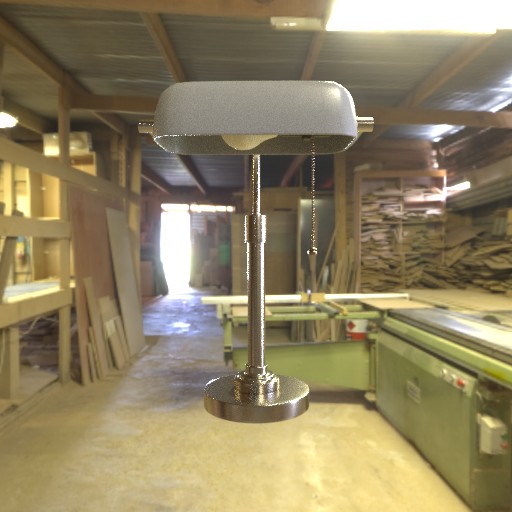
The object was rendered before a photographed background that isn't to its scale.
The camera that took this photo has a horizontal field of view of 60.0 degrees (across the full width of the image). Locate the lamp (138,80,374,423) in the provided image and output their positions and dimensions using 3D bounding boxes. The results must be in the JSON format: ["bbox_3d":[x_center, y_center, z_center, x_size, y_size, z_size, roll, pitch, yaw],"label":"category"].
[{"bbox_3d":[0.000,0.000,0.562,0.269,0.404,0.227,0,1,1],"label":"lamp"}]
